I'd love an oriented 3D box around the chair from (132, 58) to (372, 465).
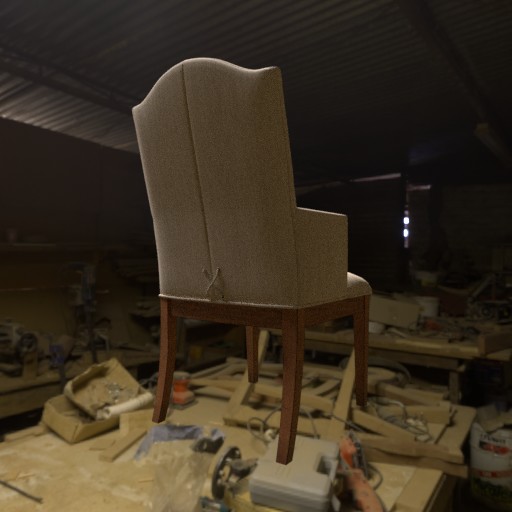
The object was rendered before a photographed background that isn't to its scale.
[{"bbox_3d":[0.000,0.000,1.391,0.533,1.016,0.641,0,1,35],"label":"chair"}]
